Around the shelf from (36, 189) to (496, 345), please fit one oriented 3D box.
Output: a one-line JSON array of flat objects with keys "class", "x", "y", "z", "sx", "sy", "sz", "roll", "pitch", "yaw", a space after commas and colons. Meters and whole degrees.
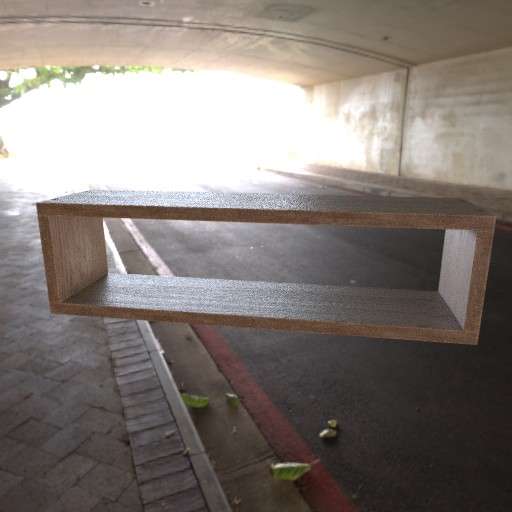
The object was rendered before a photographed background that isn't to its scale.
[{"class": "shelf", "x": 0.000, "y": 0.000, "z": 0.674, "sx": 0.610, "sy": 0.170, "sz": 0.150, "roll": 3, "pitch": 16, "yaw": 9}]
